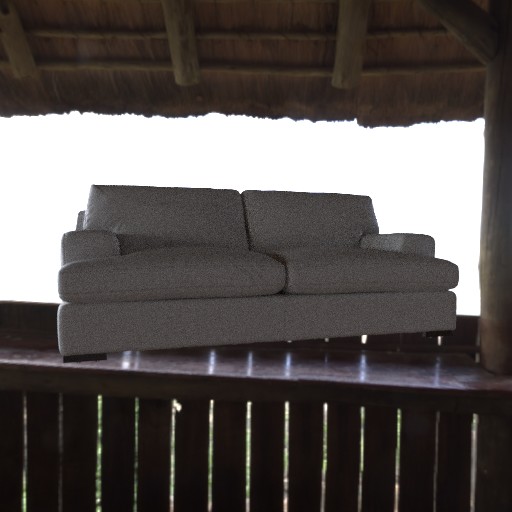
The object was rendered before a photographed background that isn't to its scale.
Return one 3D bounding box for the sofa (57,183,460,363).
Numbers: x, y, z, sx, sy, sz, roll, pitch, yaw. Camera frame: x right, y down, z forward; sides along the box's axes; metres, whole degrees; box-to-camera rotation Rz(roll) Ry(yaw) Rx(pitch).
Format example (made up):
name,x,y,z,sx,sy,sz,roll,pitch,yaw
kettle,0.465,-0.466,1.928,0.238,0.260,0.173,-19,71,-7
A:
name,x,y,z,sx,sy,sz,roll,pitch,yaw
sofa,0.000,0.000,2.796,2.261,0.940,1.143,0,1,-17
